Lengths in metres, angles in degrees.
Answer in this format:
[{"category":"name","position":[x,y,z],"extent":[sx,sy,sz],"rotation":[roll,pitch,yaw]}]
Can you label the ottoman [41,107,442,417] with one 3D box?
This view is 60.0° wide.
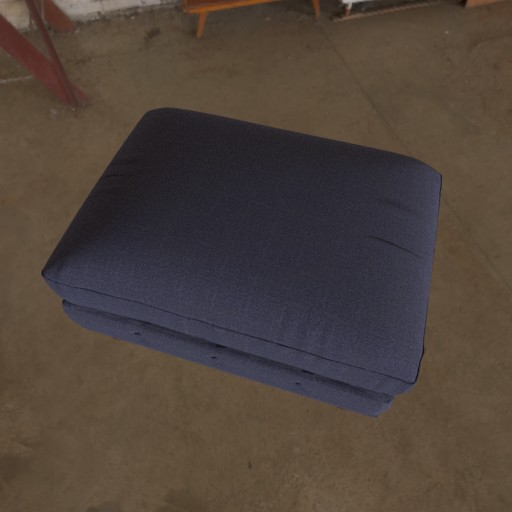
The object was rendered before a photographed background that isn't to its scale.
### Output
[{"category":"ottoman","position":[0.000,0.000,1.099],"extent":[0.767,0.486,0.558],"rotation":[15,59,9]}]
